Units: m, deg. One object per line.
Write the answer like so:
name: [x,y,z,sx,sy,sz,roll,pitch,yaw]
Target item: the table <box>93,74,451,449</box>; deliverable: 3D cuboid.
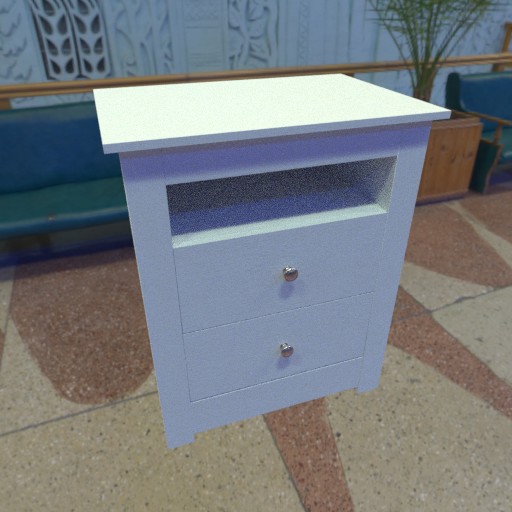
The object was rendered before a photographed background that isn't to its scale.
table: [0.000,0.000,1.043,0.589,0.711,0.406,-10,33,-16]
